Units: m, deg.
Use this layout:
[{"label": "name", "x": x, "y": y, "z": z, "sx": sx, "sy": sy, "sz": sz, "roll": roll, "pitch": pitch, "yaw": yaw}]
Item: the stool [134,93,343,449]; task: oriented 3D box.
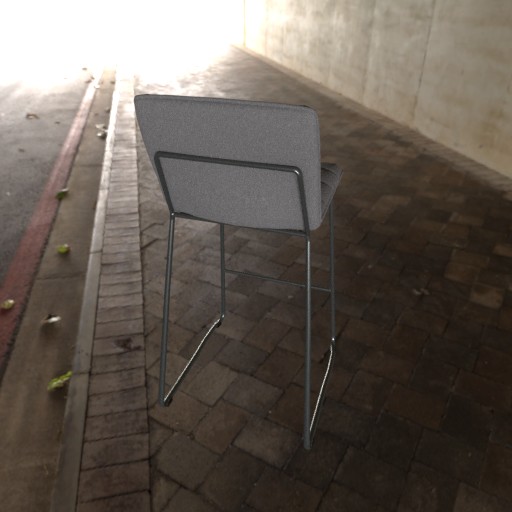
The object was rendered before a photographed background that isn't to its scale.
[{"label": "stool", "x": 0.000, "y": 0.000, "z": 1.279, "sx": 0.490, "sy": 0.960, "sz": 0.490, "roll": 10, "pitch": 32, "yaw": 16}]
